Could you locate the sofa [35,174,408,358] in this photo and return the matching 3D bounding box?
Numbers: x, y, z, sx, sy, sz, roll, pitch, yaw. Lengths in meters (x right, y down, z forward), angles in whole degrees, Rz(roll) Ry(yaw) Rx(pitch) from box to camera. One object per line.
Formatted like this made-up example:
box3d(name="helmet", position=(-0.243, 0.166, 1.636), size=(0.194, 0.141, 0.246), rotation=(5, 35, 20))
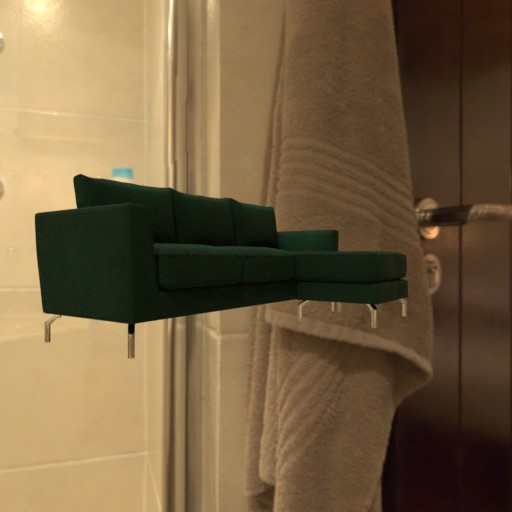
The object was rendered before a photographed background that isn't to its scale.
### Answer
box3d(name="sofa", position=(0.000, 0.000, 3.167), size=(1.489, 1.007, 2.441), rotation=(0, 0, 35))
